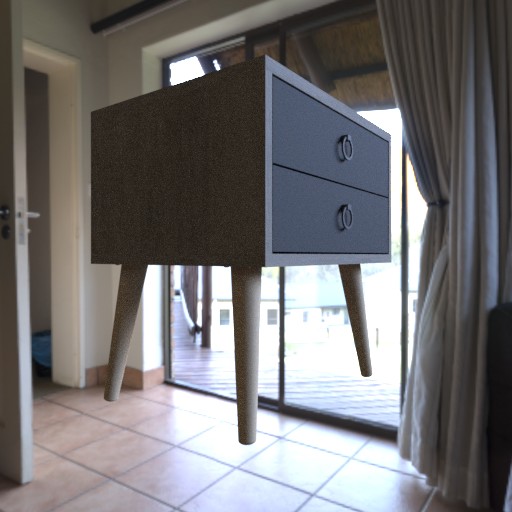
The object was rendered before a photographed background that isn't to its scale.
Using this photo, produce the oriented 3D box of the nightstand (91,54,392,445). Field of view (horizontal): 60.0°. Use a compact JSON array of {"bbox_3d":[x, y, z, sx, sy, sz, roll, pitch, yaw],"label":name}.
[{"bbox_3d":[0.000,0.000,0.837,0.380,0.500,0.450,0,0,36],"label":"nightstand"}]
